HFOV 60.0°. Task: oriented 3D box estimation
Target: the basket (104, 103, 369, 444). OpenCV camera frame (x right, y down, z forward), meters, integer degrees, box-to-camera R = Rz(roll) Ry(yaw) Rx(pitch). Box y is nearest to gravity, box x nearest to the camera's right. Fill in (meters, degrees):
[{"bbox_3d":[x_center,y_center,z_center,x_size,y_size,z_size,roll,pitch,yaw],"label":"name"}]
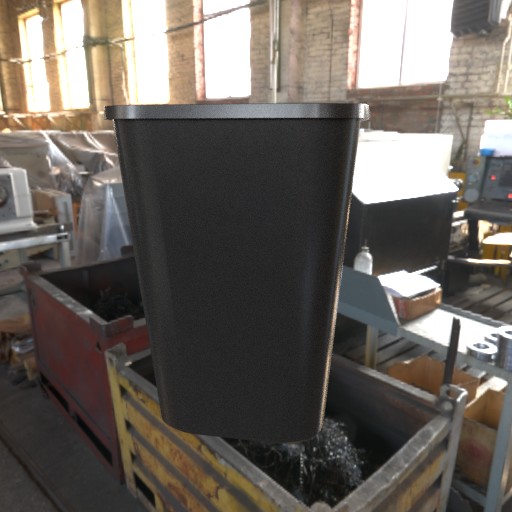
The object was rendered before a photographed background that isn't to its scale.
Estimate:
[{"bbox_3d":[0.000,0.000,0.497,0.211,0.307,0.300,3,16,9],"label":"basket"}]
